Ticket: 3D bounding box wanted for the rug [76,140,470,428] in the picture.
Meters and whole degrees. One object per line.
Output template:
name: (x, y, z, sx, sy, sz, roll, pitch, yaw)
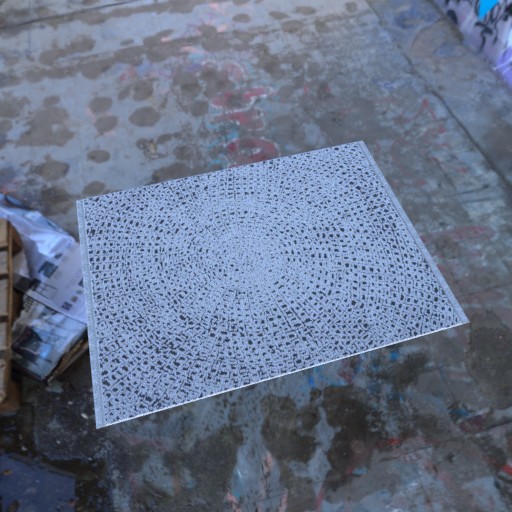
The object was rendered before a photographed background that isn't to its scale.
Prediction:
rug: (0.000, 0.000, 2.155, 1.634, 0.003, 1.190, -14, 59, -8)
